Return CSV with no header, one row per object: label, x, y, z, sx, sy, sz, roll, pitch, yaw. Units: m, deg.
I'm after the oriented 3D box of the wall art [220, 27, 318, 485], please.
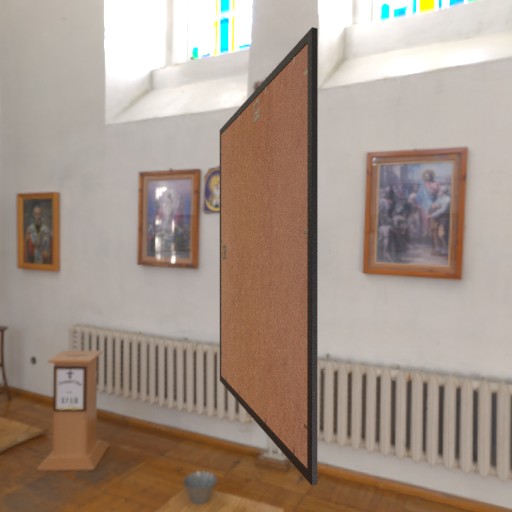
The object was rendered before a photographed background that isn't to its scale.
wall art,0.000,0.000,0.905,0.018,0.660,0.559,0,0,-18
